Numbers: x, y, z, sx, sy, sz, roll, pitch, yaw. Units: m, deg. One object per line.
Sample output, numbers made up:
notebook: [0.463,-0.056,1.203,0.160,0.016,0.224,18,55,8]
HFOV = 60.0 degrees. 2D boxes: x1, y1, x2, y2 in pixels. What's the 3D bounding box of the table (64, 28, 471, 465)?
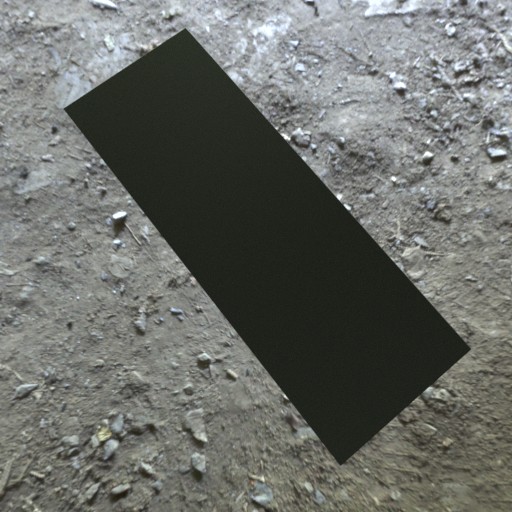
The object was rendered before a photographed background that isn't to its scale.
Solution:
table: [0.000,0.000,1.419,0.397,0.753,1.068,-38,80,-8]
